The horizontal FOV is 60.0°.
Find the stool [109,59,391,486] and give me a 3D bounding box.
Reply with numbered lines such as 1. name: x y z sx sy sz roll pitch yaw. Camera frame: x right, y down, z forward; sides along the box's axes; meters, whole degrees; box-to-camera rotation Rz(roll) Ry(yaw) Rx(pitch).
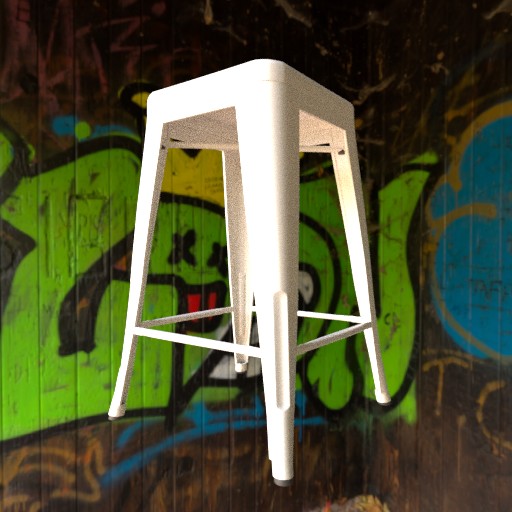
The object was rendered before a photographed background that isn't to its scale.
1. stool: 0.000 0.000 0.870 0.406 0.610 0.406 1 2 37
